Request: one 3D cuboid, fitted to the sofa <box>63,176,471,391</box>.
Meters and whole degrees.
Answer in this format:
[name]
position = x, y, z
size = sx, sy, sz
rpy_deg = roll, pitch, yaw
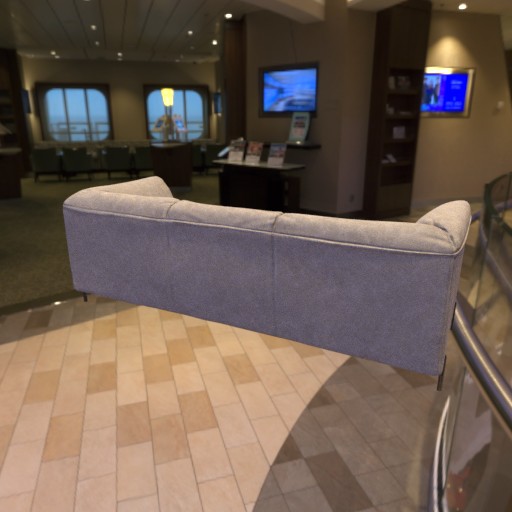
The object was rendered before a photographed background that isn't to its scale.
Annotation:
[sofa]
position = 0.000, 0.000, 2.646
size = 2.238, 0.758, 0.899
rpy_deg = 9, 20, 26
